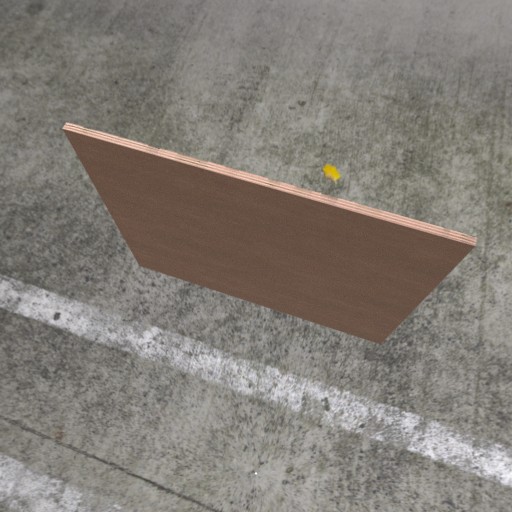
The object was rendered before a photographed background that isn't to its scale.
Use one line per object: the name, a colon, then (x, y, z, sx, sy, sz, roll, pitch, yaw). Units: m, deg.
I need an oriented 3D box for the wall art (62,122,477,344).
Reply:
wall art: (0.000, 0.000, 0.702, 0.508, 0.408, 0.012, 17, 65, 8)
